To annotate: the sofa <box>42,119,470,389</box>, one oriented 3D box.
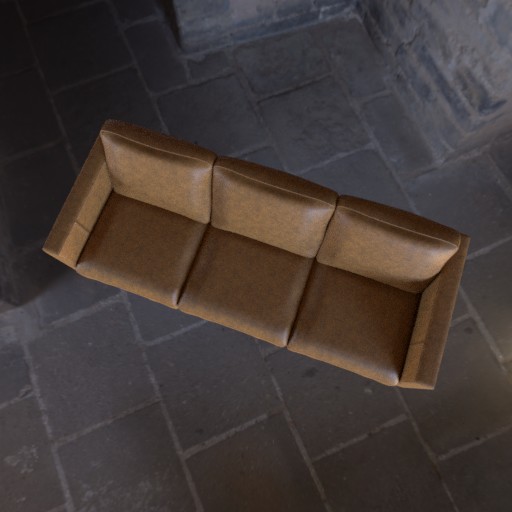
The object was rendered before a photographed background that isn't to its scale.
[{"bbox_3d":[0.000,0.000,2.670,2.231,0.930,0.903,19,76,5],"label":"sofa"}]
